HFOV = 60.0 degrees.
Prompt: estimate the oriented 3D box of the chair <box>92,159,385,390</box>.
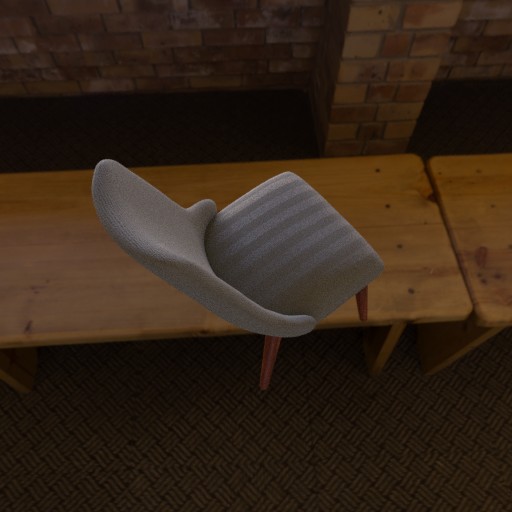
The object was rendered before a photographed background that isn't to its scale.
[{"bbox_3d":[0.000,0.000,1.324,0.707,0.918,0.535,-31,64,-17],"label":"chair"}]
